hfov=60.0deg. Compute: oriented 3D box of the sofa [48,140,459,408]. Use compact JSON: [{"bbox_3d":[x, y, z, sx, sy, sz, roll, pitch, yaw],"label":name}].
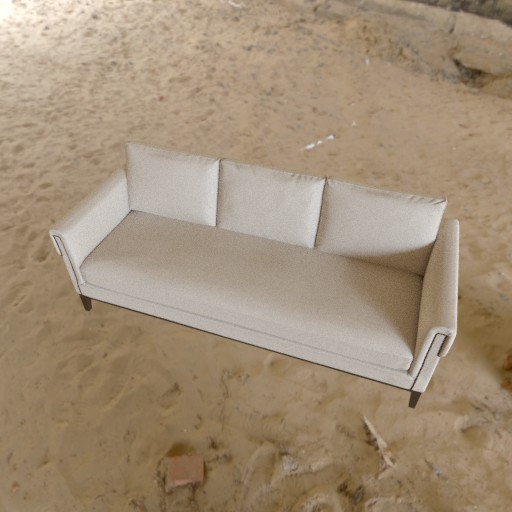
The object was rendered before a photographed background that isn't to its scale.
[{"bbox_3d":[0.000,0.000,2.665,2.198,0.911,0.902,13,43,14],"label":"sofa"}]
